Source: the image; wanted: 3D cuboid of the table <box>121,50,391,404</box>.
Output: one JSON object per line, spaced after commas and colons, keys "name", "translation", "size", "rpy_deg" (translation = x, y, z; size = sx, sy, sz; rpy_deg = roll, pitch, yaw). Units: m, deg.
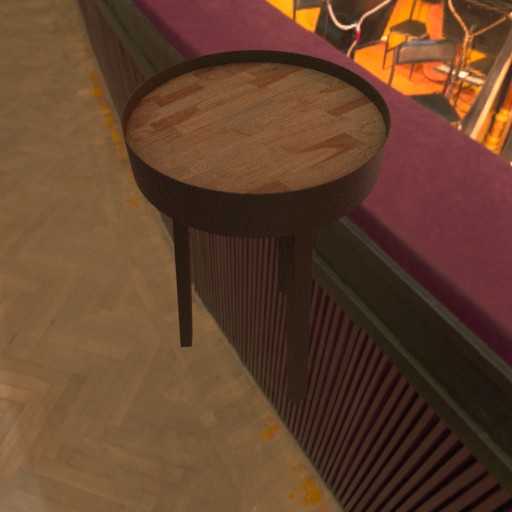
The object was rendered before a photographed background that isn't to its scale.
{"name": "table", "translation": [0.000, 0.000, 0.937], "size": [0.406, 0.686, 0.406], "rpy_deg": [-24, 53, -20]}
